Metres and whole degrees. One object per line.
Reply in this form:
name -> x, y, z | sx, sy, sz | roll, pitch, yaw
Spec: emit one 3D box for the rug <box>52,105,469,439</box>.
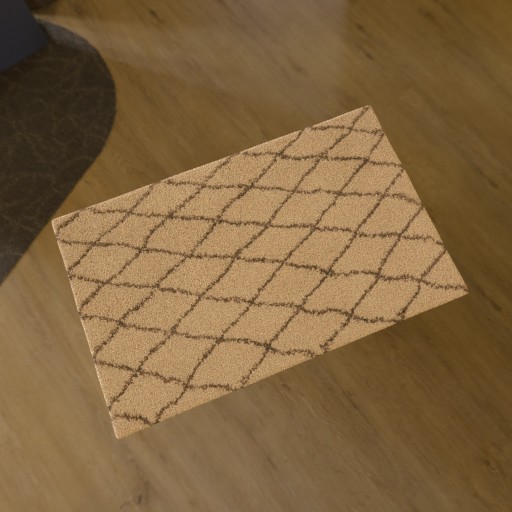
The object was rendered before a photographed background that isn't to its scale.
rug -> 0.000, 0.000, 3.000 | 2.438, 0.030, 1.524 | -21, 76, -5
